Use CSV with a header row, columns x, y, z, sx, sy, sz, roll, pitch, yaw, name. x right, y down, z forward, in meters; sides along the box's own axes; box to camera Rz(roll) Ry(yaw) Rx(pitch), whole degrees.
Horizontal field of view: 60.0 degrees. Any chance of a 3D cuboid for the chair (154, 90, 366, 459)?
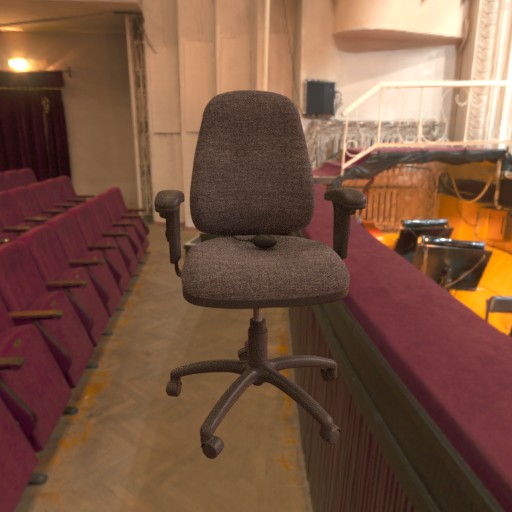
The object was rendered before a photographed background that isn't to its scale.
x,y,z,sx,sy,sz,roll,pitch,yaw,name
0.000,0.000,1.247,0.550,0.910,0.530,-2,15,-6,chair
